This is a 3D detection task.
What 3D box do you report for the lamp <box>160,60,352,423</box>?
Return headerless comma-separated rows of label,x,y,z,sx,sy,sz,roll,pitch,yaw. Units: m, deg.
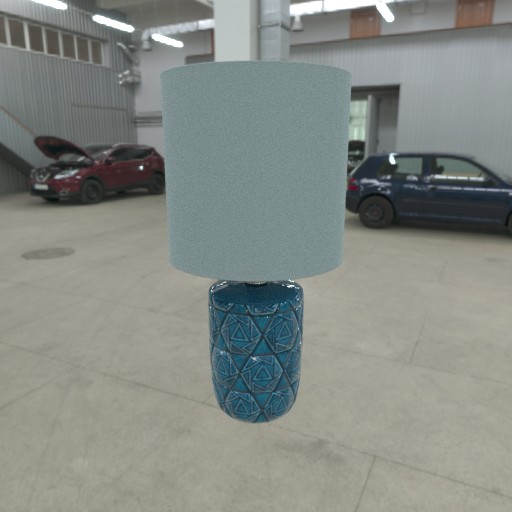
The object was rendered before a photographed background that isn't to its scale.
lamp,0.000,0.000,0.501,0.193,0.377,0.193,-2,14,-8
